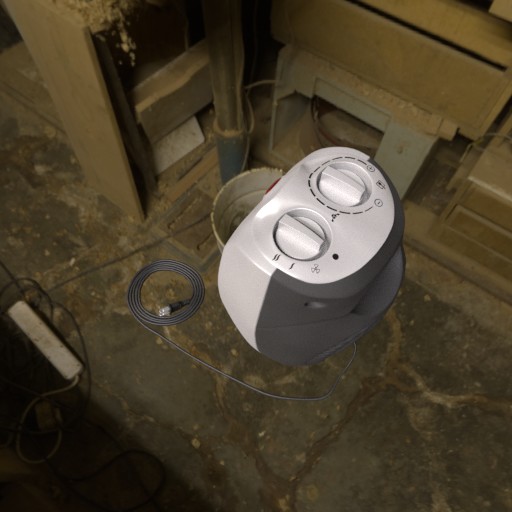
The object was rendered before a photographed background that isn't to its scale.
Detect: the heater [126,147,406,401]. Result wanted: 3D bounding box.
[{"bbox_3d":[0.000,0.000,0.472,0.291,0.240,0.239,35,68,16],"label":"heater"}]
